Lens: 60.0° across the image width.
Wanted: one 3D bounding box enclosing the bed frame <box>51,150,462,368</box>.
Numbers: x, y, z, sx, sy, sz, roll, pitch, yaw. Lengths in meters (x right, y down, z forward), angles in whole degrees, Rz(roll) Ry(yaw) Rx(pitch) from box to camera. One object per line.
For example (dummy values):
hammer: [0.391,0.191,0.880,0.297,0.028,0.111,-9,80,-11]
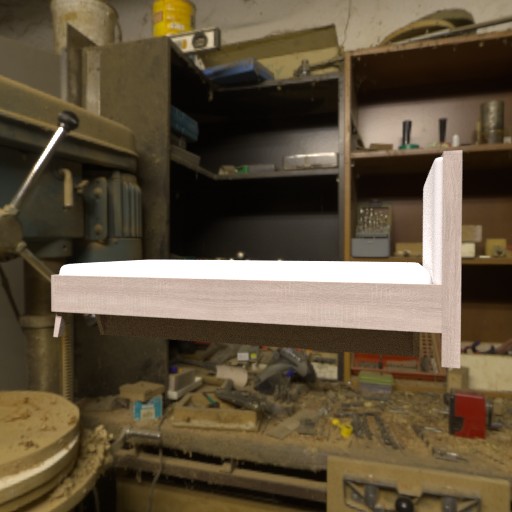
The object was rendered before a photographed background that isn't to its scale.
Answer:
bed frame: [0.000,0.000,2.668,2.140,0.920,0.990,0,1,18]
